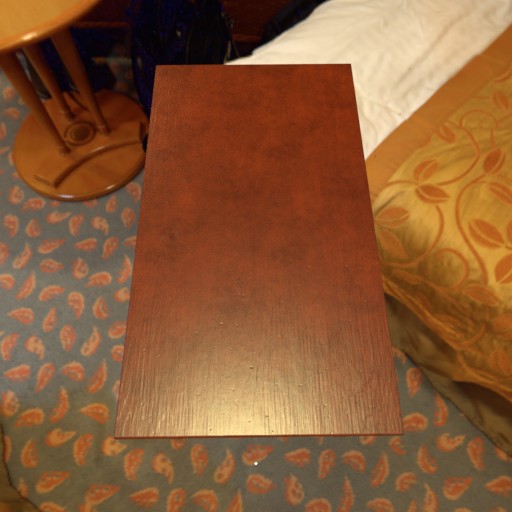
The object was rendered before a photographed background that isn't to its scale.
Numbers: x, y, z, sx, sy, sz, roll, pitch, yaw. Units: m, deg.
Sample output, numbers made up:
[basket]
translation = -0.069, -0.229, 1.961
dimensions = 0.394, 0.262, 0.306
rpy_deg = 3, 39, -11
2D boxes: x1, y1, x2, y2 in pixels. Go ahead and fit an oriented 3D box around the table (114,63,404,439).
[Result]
[table]
translation = 0.000, 0.000, 1.214
dimensions = 0.533, 0.456, 0.943
rpy_deg = -1, 65, 0
